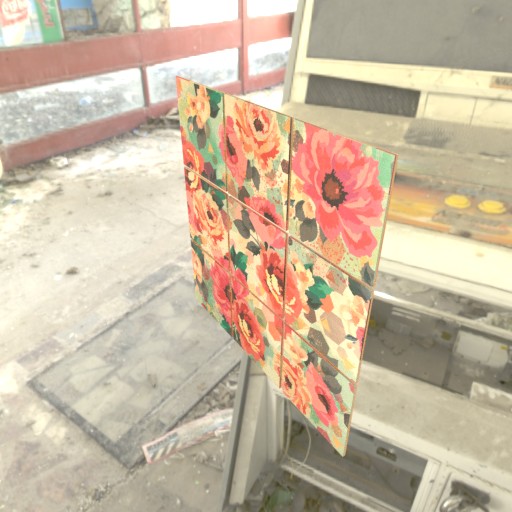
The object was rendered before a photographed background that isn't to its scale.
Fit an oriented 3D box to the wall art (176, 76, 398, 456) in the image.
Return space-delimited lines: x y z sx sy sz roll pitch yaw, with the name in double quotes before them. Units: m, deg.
"wall art" 0.000 0.000 1.832 0.013 1.220 1.216 -20 38 -29
